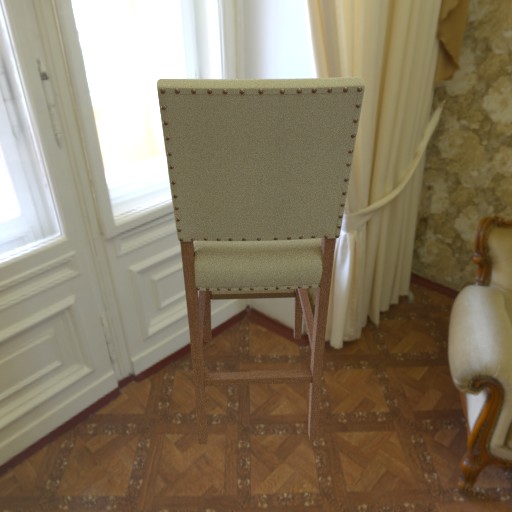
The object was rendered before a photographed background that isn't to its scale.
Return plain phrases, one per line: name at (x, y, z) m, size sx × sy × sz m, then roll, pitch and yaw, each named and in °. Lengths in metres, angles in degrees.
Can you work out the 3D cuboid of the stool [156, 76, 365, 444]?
stool at (0.000, 0.000, 1.443) m, size 0.445 × 1.168 × 0.584 m, roll -1°, pitch 31°, yaw -2°
